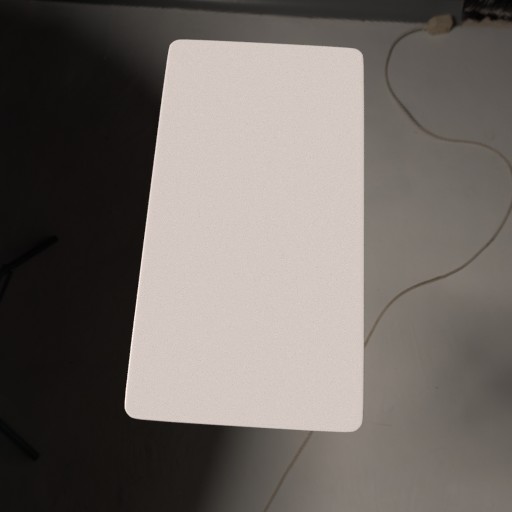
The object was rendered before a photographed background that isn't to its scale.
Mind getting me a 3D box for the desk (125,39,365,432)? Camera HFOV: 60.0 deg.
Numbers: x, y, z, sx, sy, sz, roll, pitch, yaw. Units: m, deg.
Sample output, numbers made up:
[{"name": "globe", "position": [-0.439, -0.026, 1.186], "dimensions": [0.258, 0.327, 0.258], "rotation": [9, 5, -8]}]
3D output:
[{"name": "desk", "position": [0.000, 0.000, 1.340], "dimensions": [0.475, 0.763, 0.877], "rotation": [3, 76, 1]}]
